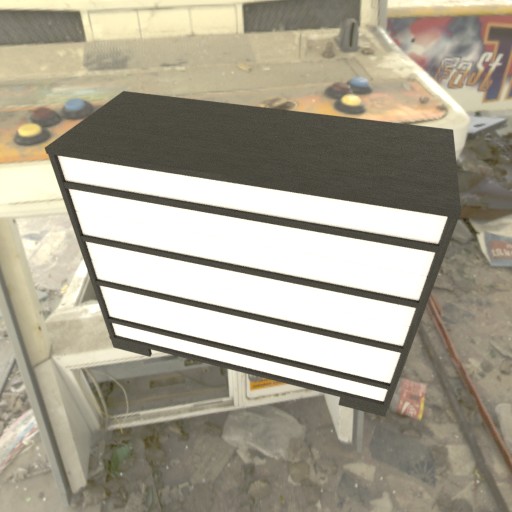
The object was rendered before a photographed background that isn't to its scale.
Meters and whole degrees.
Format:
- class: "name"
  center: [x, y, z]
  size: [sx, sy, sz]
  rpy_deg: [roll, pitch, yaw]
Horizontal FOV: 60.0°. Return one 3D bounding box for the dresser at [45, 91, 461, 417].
- class: "dresser"
  center: [0.000, 0.000, 1.425]
  size: [0.994, 0.816, 0.404]
  rpy_deg: [11, 42, 12]
